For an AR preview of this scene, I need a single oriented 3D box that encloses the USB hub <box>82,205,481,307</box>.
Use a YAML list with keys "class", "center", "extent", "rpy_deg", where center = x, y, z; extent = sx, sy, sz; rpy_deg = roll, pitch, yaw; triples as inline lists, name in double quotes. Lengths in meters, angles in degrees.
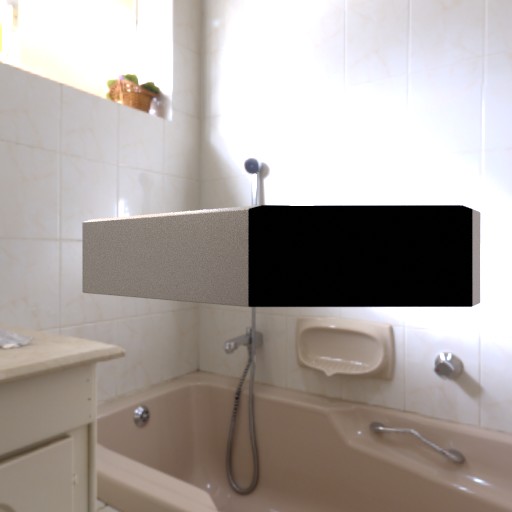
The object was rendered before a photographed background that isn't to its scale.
- class: "USB hub"
  center: [0.000, 0.000, 0.126]
  extent: [0.110, 0.023, 0.044]
  rpy_deg: [0, 0, 37]
